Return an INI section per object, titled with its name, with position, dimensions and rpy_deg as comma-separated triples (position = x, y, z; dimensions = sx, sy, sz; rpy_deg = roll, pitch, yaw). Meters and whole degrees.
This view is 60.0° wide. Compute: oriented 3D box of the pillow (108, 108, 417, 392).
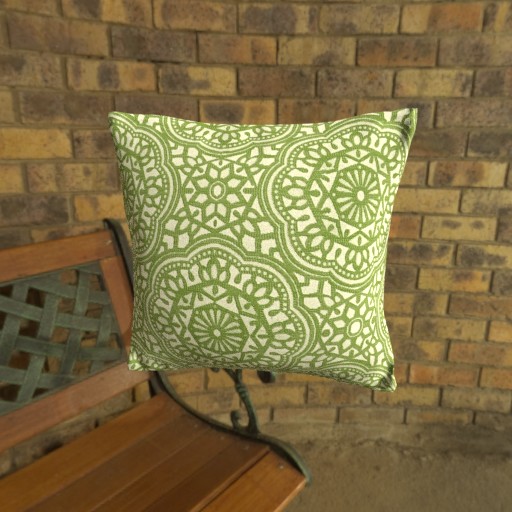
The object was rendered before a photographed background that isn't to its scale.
[pillow]
position = 0.000, 0.000, 0.666
dimensions = 0.440, 0.419, 0.162
rpy_deg = 2, 15, 8
